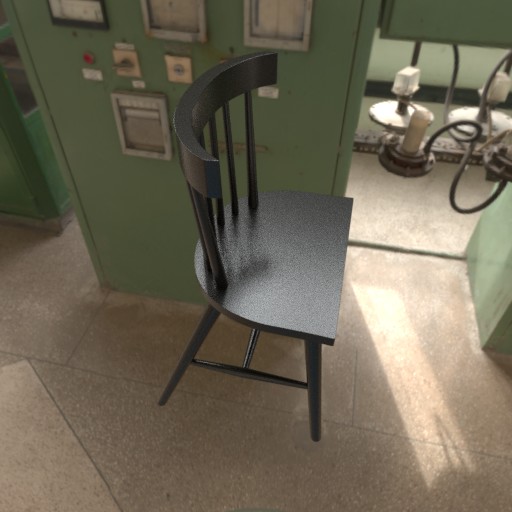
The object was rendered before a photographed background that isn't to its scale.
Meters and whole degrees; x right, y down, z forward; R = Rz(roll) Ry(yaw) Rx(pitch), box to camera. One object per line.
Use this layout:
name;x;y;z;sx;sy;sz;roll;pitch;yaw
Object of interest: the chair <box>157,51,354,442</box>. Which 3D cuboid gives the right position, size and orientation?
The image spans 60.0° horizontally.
chair;0.000;0.000;1.131;0.483;0.844;0.506;9;45;9
